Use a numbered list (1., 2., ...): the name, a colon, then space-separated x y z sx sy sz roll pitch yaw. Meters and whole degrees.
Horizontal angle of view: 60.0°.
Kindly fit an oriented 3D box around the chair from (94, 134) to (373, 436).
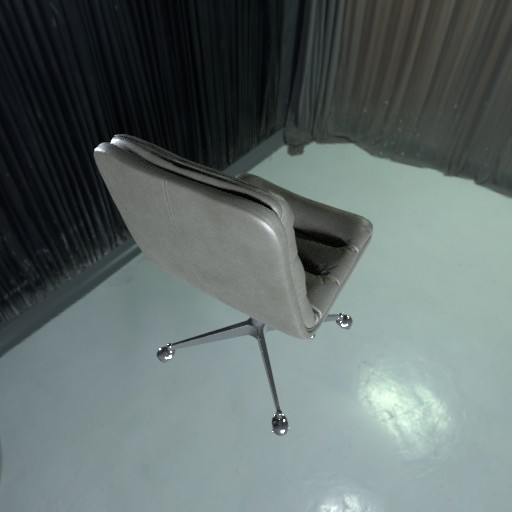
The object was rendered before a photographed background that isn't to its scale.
1. chair: 0.000 0.000 1.026 0.422 0.738 0.485 24 51 22
